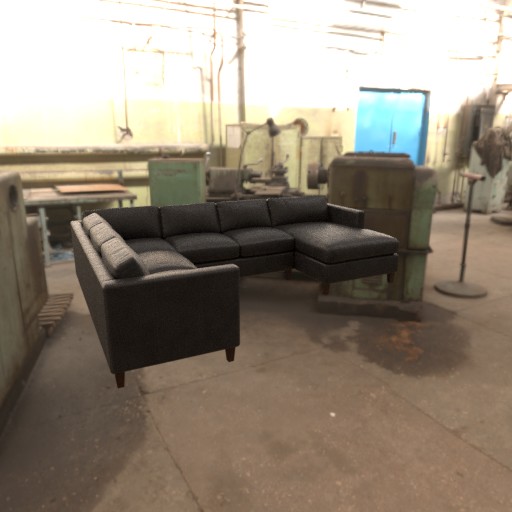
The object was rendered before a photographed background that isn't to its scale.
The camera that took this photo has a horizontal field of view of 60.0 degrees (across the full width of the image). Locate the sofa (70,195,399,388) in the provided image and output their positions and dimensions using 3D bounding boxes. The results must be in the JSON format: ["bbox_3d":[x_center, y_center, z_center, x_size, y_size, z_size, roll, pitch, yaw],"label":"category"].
[{"bbox_3d":[0.000,0.000,4.580,3.324,0.891,2.452,-7,17,-25],"label":"sofa"}]
